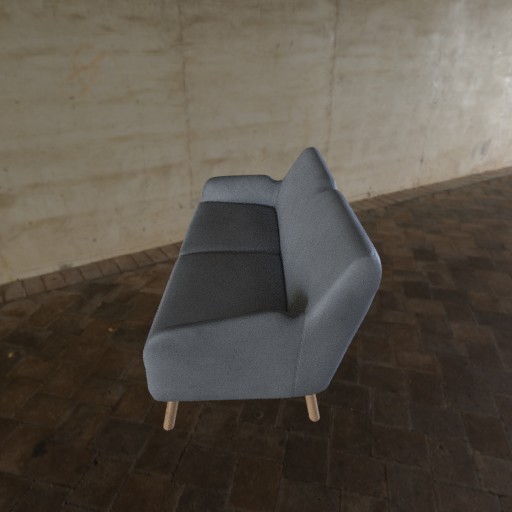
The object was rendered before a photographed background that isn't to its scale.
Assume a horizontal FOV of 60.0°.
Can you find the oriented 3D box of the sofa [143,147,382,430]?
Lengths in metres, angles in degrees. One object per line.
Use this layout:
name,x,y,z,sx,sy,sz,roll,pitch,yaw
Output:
sofa,0.000,0.000,2.347,0.850,0.810,1.870,0,26,0
